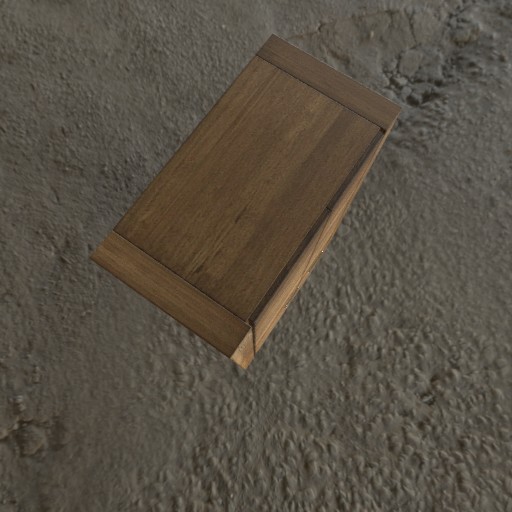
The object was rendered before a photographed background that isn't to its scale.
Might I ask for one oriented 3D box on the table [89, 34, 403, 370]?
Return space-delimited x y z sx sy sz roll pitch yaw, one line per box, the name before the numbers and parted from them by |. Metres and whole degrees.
table | 0.000 0.000 2.522 0.600 2.000 1.100 34 77 9
